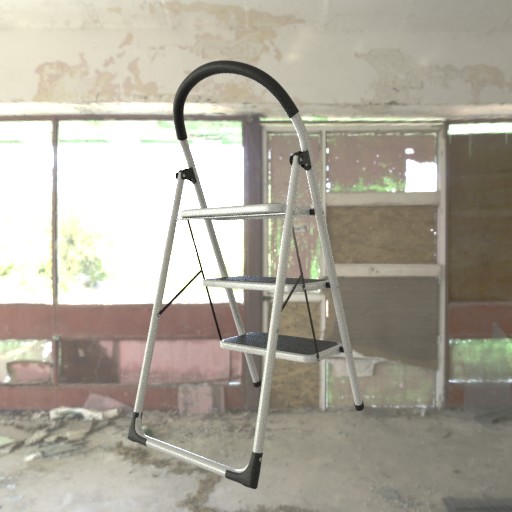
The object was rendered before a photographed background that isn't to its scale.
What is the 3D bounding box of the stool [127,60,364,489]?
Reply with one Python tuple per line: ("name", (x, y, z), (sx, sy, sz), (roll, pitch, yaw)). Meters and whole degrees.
("stool", (0.000, 0.000, 1.457), (0.485, 1.109, 0.676), (1, 1, 36))
